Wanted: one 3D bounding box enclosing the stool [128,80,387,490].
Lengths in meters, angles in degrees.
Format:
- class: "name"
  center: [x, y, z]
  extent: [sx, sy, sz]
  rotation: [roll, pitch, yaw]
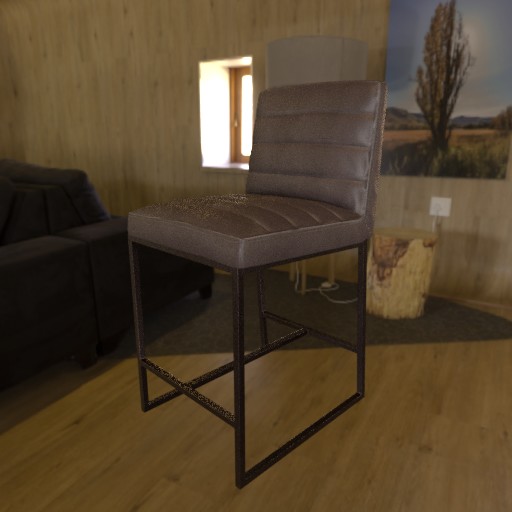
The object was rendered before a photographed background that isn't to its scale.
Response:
- class: "stool"
  center: [0.000, 0.000, 1.243]
  extent: [0.562, 0.946, 0.463]
  rotation: [-15, 21, -43]
